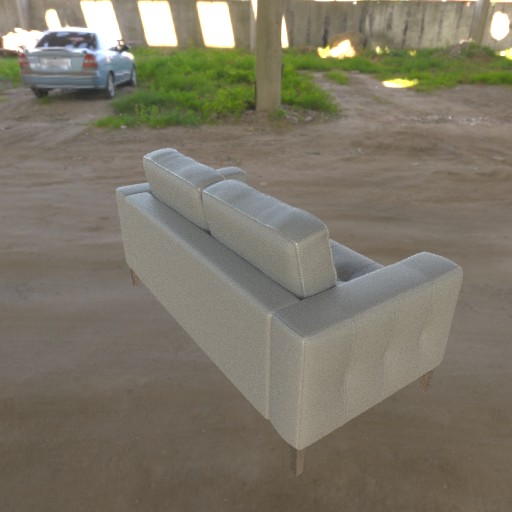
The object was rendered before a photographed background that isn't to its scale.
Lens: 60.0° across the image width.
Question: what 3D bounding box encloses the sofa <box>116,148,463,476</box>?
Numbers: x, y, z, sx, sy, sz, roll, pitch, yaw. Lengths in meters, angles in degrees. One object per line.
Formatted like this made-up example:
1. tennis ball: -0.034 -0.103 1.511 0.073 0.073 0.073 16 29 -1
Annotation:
1. sofa: 0.000 0.000 2.210 0.833 0.892 1.726 -17 32 -30
